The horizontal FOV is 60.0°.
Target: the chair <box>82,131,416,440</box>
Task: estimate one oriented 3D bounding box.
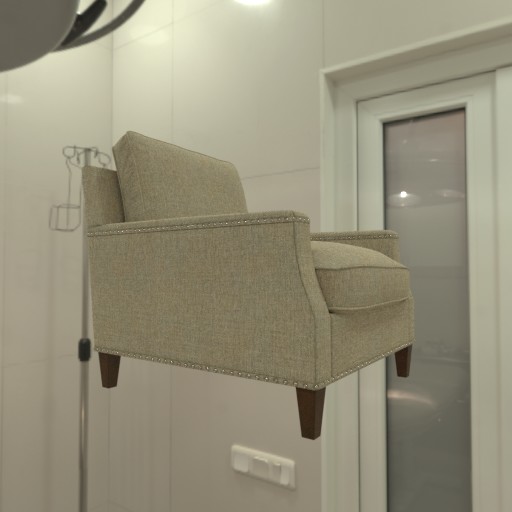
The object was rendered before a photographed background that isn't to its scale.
[{"bbox_3d":[0.000,0.000,1.698,1.014,0.943,0.853,-1,-2,35],"label":"chair"}]
